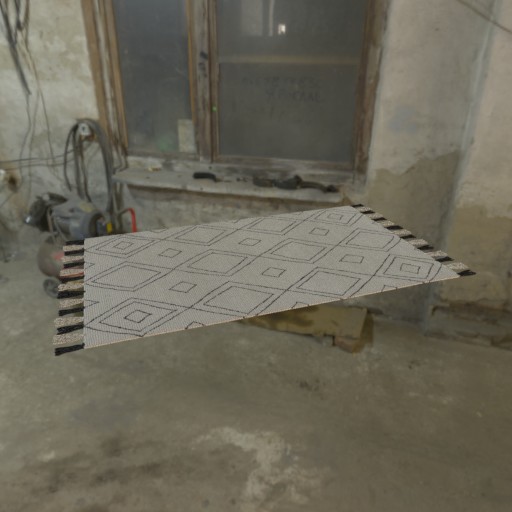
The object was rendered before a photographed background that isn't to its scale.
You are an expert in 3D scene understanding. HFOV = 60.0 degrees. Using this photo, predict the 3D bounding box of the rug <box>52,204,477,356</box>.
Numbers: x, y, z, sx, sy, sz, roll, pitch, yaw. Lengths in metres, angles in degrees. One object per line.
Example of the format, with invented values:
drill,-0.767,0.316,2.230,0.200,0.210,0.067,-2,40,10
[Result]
rug,0.000,0.000,3.316,2.755,0.021,1.524,-9,27,-17
